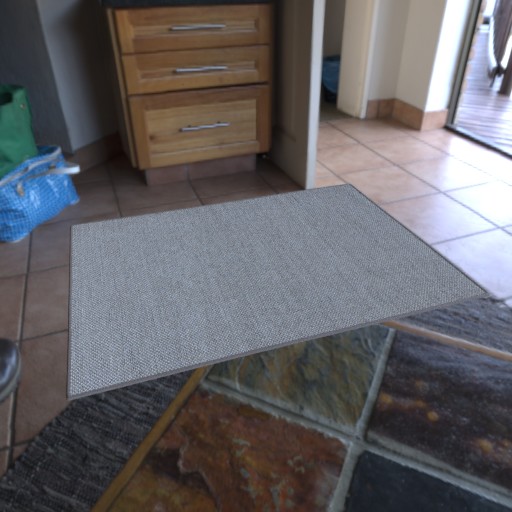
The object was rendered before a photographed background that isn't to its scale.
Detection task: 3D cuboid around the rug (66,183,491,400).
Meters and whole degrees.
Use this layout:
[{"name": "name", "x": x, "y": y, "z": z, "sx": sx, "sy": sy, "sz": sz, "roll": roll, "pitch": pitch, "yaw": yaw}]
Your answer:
[{"name": "rug", "x": 0.000, "y": 0.000, "z": 2.653, "sx": 2.115, "sy": 0.013, "sz": 1.517, "roll": -11, "pitch": 35, "yaw": -16}]
